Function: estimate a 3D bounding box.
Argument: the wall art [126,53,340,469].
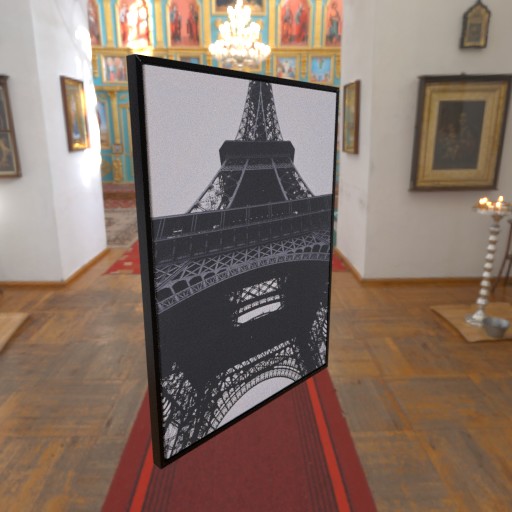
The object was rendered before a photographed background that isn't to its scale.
[{"bbox_3d":[0.000,0.000,1.391,0.040,1.062,0.805,13,19,42],"label":"wall art"}]
